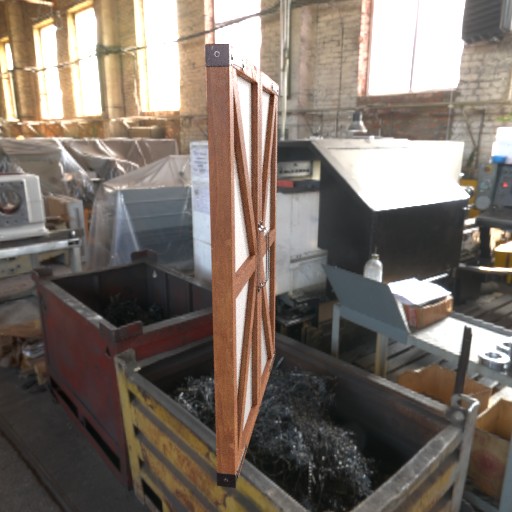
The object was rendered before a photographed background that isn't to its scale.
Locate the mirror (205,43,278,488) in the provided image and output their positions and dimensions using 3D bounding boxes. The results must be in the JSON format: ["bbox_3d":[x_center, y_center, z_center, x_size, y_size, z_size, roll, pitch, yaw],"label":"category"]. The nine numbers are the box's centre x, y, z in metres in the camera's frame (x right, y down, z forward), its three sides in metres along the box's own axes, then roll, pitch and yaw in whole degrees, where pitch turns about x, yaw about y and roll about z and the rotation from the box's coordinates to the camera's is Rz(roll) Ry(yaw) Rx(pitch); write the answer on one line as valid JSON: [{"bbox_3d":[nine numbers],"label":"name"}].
[{"bbox_3d":[0.000,0.000,0.971,0.053,0.761,0.517,3,15,10],"label":"mirror"}]
